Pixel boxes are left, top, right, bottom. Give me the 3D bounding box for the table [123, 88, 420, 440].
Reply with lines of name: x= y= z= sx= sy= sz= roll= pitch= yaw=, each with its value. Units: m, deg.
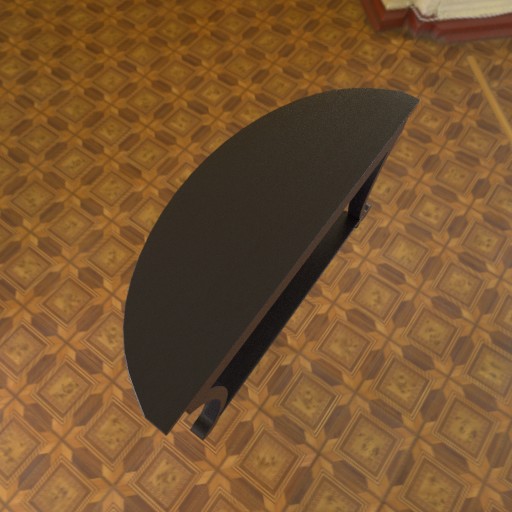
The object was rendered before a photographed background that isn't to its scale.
table: x=0.000 y=0.000 z=1.514 sx=0.394 sy=0.692 sz=1.198 roll=33 pitch=67 yaw=15
